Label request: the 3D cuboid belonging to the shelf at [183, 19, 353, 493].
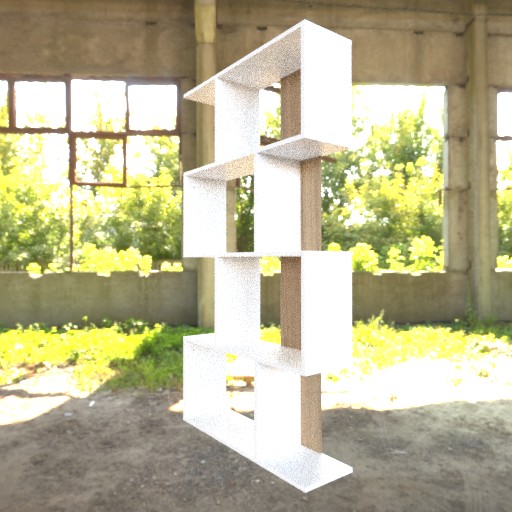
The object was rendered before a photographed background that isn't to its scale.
[{"bbox_3d":[0.000,0.000,1.973,0.250,1.650,0.890,0,-1,-37],"label":"shelf"}]
